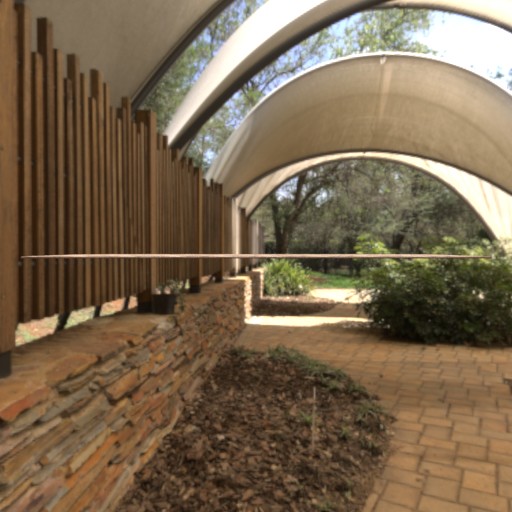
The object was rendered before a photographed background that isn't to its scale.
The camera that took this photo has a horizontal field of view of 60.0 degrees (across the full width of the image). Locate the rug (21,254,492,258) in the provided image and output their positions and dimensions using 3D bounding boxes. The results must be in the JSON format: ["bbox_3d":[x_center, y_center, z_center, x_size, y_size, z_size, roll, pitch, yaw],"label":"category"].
[{"bbox_3d":[0.000,0.000,2.627,2.437,0.013,0.685,0,1,0],"label":"rug"}]
